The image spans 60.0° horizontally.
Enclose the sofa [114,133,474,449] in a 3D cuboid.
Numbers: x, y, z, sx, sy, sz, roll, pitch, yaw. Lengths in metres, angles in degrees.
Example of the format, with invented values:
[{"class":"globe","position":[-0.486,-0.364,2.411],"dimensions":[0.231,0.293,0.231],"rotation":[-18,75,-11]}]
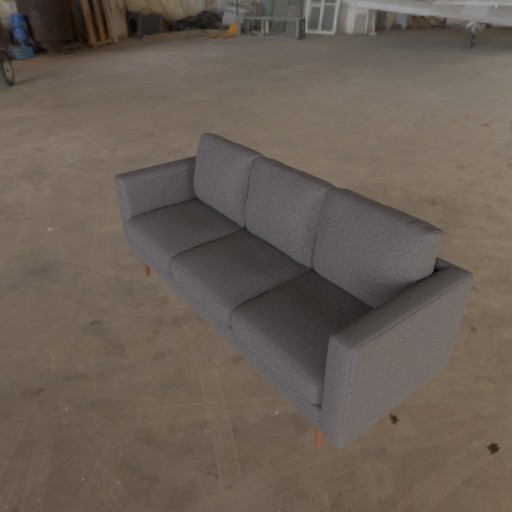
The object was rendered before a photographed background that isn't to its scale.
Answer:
[{"class":"sofa","position":[0.000,0.000,2.470],"dimensions":[0.802,0.912,2.029],"rotation":[-22,38,-31]}]
